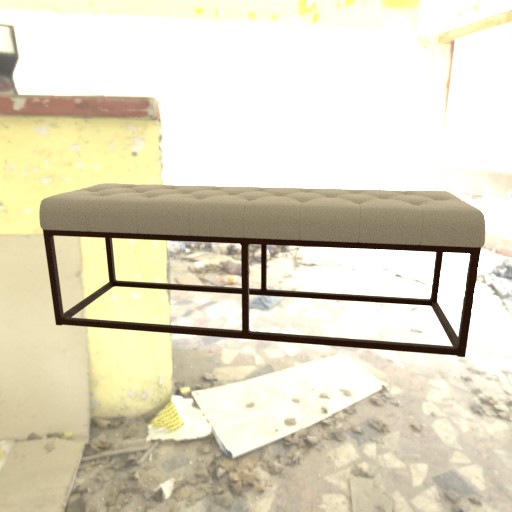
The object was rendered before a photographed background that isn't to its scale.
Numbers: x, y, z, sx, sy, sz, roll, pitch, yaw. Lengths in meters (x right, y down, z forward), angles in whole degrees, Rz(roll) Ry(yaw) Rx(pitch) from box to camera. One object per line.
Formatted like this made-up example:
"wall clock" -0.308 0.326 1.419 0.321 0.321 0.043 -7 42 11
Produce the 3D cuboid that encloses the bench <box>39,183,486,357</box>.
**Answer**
"bench" 0.000 0.000 1.705 1.488 0.488 0.479 3 17 9
